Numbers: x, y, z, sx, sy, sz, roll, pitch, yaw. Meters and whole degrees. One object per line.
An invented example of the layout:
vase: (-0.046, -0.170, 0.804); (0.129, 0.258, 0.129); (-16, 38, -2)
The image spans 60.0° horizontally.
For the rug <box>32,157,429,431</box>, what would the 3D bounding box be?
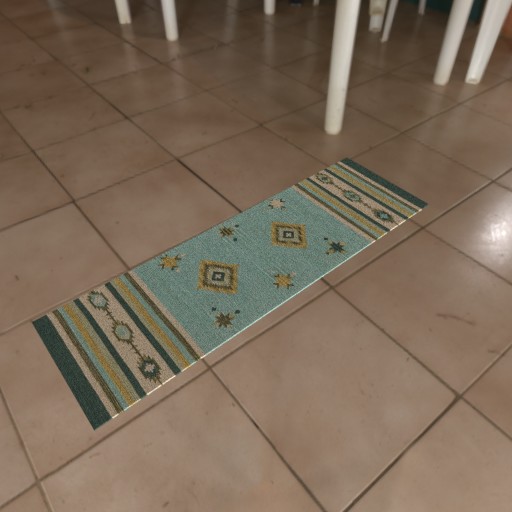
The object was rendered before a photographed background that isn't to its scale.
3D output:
rug: (0.000, 0.000, 2.673); (2.441, 0.010, 0.744); (-31, 53, -27)
